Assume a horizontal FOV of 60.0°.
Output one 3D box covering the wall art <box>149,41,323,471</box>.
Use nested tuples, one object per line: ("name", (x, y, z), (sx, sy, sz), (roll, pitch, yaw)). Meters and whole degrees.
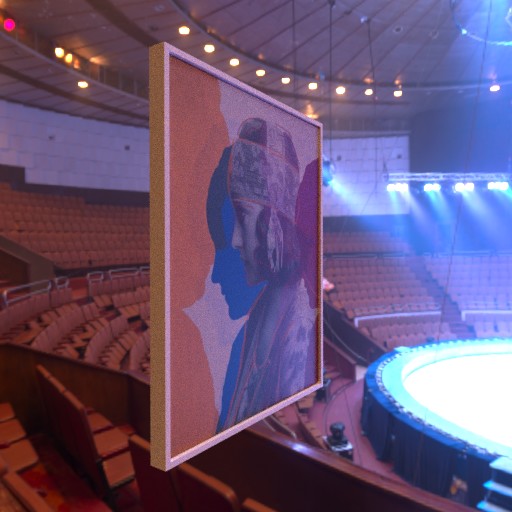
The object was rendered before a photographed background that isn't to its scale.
("wall art", (0.000, 0.000, 0.754), (0.030, 0.549, 0.443), (0, 1, 35))
